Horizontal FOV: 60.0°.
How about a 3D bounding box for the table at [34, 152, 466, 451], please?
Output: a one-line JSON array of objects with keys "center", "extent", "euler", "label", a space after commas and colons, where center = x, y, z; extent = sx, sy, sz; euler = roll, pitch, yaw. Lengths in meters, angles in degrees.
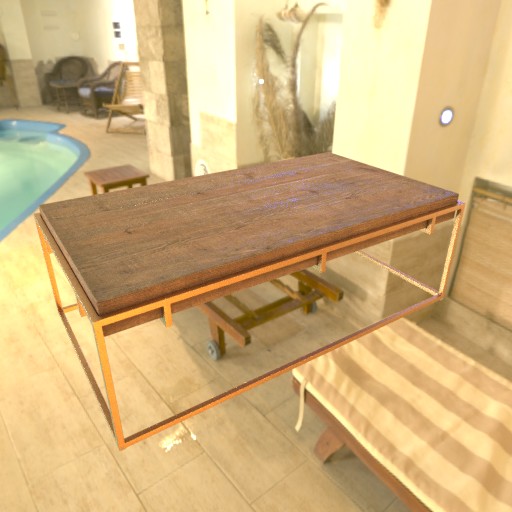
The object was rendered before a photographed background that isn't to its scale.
[{"center": [0.000, 0.000, 1.717], "extent": [1.387, 0.468, 0.775], "euler": [-17, 32, -29], "label": "table"}]
